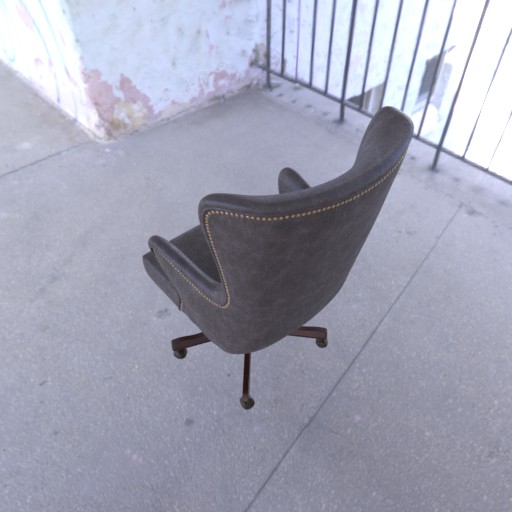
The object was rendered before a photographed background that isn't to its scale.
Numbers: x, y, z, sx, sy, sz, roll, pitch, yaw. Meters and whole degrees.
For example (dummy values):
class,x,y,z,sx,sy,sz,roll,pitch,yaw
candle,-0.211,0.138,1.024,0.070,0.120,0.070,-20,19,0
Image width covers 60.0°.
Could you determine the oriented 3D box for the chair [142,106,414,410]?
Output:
class,x,y,z,sx,sy,sz,roll,pitch,yaw
chair,0.000,0.000,1.447,0.594,1.037,0.717,-32,54,-27
